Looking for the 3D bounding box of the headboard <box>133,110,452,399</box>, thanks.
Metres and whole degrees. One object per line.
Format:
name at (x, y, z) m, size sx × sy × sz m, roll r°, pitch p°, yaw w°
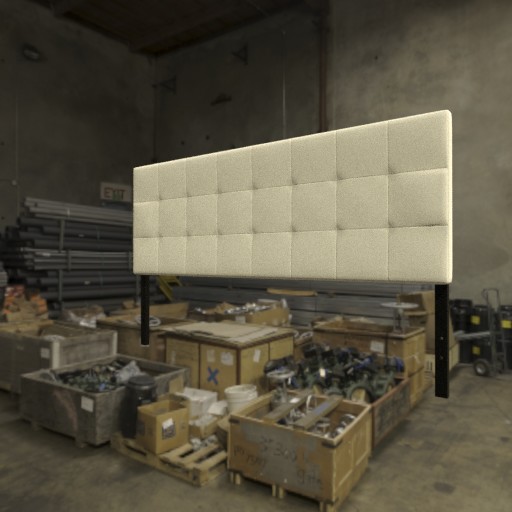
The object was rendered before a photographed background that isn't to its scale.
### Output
headboard at (0.000, 0.000, 2.849) m, size 2.362 × 1.410 × 0.120 m, roll 0°, pitch 0°, yaw 36°
